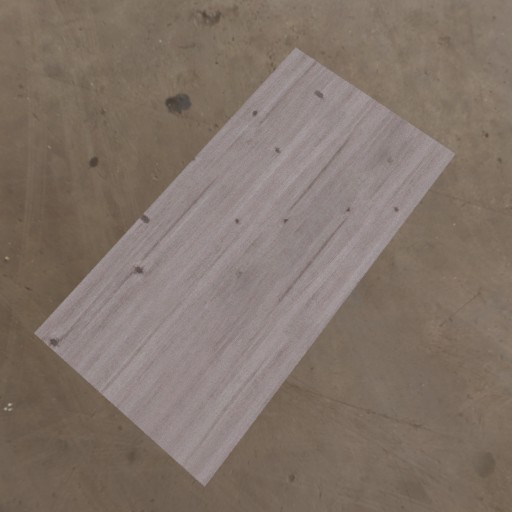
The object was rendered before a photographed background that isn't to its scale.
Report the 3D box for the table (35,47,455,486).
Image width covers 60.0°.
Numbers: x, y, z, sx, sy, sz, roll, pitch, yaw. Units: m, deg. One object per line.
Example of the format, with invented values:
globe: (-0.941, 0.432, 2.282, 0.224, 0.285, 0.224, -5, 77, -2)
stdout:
table: (0.000, 0.000, 1.683, 0.700, 0.450, 1.350, 38, 78, 9)
